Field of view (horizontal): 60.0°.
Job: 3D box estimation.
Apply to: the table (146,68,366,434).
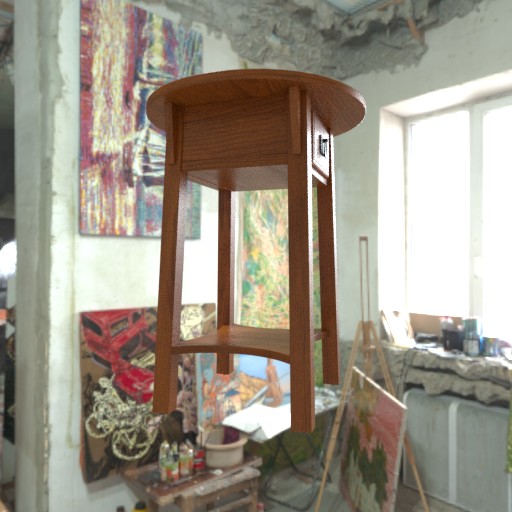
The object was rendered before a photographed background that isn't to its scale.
[{"bbox_3d":[0.000,0.000,0.948,0.457,0.610,0.457,0,0,0],"label":"table"}]
